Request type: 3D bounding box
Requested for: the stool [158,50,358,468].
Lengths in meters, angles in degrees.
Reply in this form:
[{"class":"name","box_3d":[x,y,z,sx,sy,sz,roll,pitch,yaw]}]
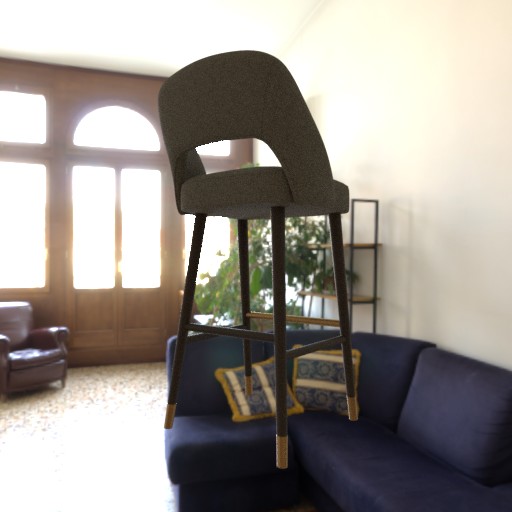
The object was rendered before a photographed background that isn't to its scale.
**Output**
[{"class":"stool","box_3d":[0.000,0.000,1.414,0.536,1.089,0.524,0,0,37]}]
